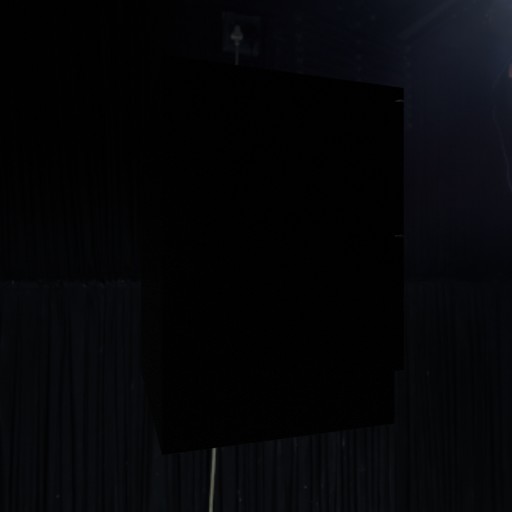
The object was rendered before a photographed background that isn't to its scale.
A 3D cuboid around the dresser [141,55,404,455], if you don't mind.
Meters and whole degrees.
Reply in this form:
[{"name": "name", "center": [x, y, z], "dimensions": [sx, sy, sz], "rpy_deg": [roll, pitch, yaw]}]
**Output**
[{"name": "dresser", "center": [0.000, 0.000, 0.763], "dimensions": [0.360, 0.470, 0.400], "rpy_deg": [0, 0, -18]}]
